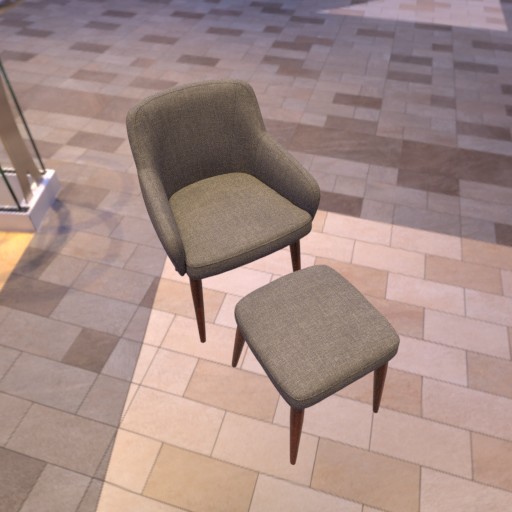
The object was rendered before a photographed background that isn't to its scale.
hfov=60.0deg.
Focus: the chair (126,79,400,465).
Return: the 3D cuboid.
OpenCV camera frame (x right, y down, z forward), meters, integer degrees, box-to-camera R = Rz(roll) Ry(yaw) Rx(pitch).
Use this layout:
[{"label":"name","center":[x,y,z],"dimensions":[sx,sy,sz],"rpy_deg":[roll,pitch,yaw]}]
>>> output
[{"label":"chair","center":[0.000,0.000,1.551],"dimensions":[0.584,0.799,1.107],"rpy_deg":[-23,50,-20]}]
